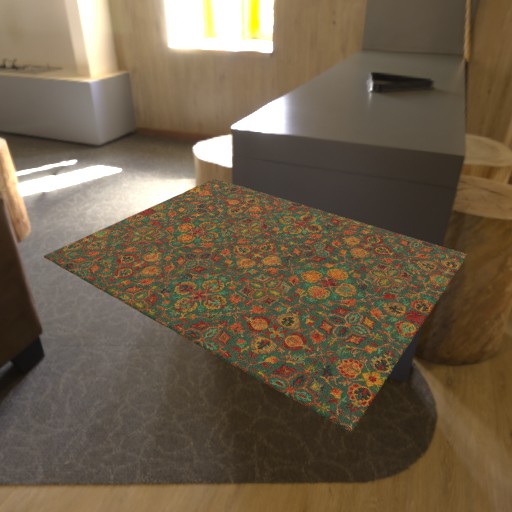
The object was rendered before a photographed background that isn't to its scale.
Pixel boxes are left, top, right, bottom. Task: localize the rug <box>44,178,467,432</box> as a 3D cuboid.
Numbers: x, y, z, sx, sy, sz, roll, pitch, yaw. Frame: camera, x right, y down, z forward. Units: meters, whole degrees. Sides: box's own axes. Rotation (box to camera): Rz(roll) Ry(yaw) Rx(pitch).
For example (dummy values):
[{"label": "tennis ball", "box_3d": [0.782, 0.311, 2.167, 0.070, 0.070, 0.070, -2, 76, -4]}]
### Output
[{"label": "rug", "box_3d": [0.000, 0.000, 4.197, 3.204, 0.025, 2.434, 22, 38, 31]}]
